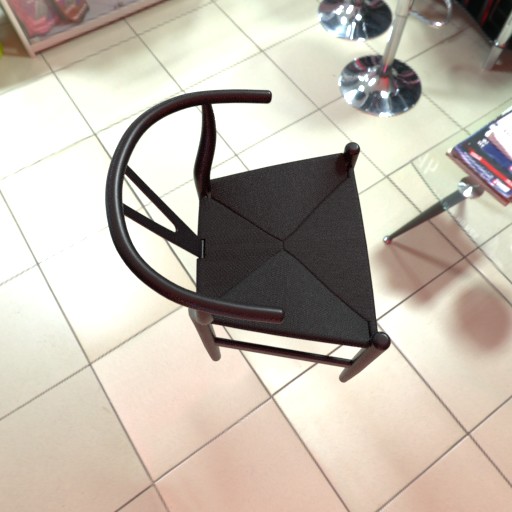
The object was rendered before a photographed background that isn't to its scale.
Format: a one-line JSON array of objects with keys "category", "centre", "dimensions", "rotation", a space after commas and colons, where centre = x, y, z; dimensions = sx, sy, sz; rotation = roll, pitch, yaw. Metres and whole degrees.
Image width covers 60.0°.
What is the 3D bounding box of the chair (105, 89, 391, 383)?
[{"category": "chair", "centre": [0.000, 0.000, 1.178], "dimensions": [0.579, 0.730, 0.569], "rotation": [-1, 65, -1]}]
